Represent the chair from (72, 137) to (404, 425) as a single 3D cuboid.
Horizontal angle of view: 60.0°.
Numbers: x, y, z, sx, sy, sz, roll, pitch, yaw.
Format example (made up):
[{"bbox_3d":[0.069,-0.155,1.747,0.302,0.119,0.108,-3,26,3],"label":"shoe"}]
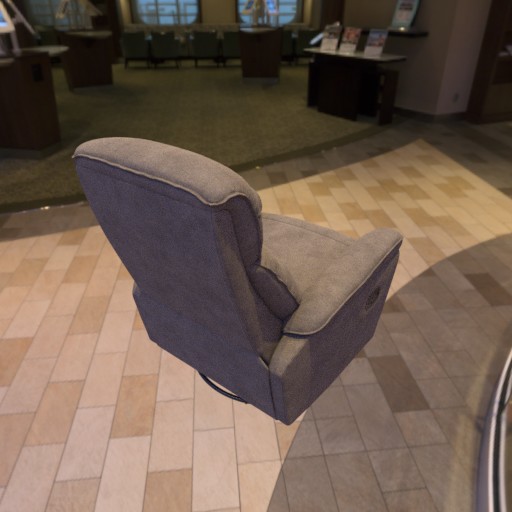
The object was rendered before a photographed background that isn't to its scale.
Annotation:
[{"bbox_3d":[0.000,0.000,1.669,0.830,1.036,1.009,22,37,32],"label":"chair"}]
